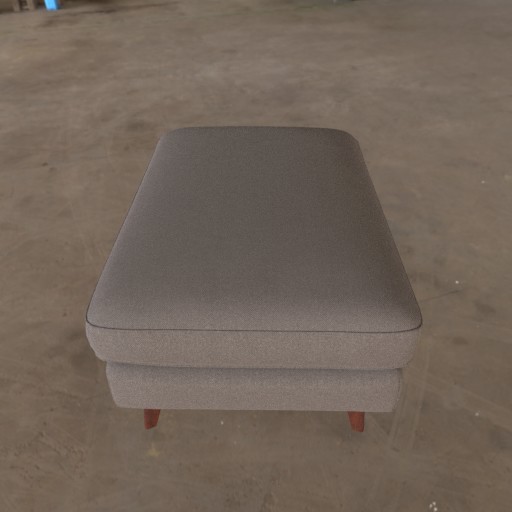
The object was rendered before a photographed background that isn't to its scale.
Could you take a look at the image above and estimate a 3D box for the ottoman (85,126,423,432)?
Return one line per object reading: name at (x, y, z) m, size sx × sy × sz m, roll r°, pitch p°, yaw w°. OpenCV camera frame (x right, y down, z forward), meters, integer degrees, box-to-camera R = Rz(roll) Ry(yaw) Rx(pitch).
ottoman at (0.000, 0.000, 1.144) m, size 0.608 × 0.449 × 0.811 m, roll 1°, pitch 40°, yaw 1°
